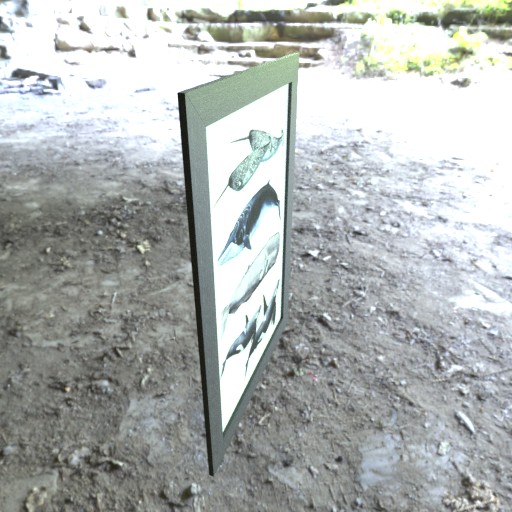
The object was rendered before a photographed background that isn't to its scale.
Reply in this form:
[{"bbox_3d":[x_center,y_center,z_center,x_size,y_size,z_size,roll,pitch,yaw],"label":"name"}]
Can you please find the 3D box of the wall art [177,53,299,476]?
[{"bbox_3d":[0.000,0.000,1.414,0.016,1.116,0.810,10,31,17],"label":"wall art"}]
